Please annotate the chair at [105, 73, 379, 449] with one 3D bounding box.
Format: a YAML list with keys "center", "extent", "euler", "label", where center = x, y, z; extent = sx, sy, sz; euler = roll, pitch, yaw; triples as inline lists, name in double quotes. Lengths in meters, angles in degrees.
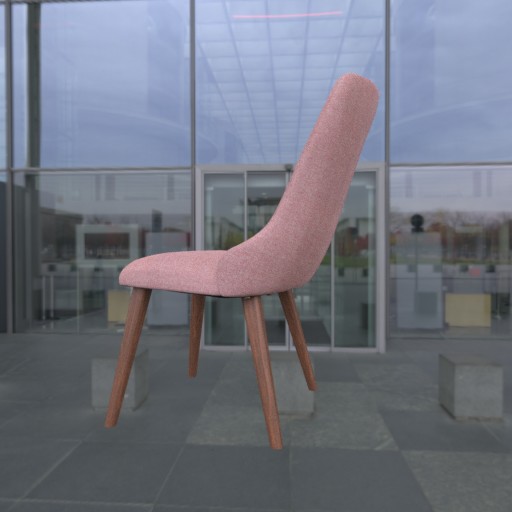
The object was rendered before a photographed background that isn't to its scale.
- center: [0.000, 0.000, 1.330]
  extent: [0.707, 0.918, 0.535]
  euler: [0, 1, 19]
  label: "chair"
